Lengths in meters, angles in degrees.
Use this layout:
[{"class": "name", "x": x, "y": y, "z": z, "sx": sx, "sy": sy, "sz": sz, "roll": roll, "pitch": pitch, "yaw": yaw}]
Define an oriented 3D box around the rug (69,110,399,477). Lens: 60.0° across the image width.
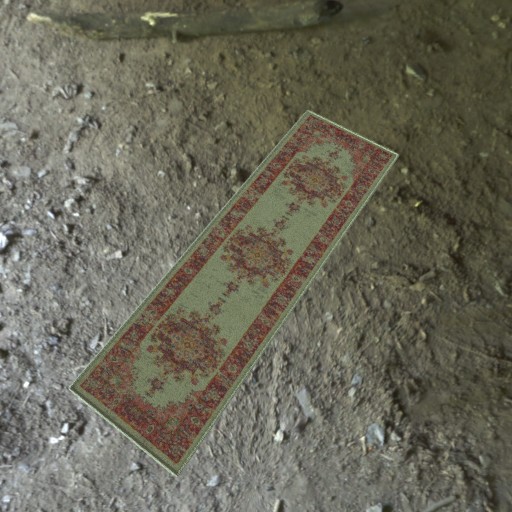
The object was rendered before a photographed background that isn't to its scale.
[{"class": "rug", "x": 0.000, "y": 0.000, "z": 2.030, "sx": 0.562, "sy": 0.009, "sz": 1.824, "roll": 32, "pitch": 67, "yaw": 15}]
